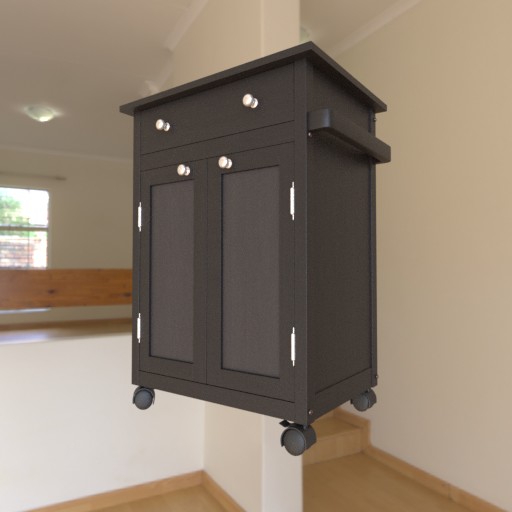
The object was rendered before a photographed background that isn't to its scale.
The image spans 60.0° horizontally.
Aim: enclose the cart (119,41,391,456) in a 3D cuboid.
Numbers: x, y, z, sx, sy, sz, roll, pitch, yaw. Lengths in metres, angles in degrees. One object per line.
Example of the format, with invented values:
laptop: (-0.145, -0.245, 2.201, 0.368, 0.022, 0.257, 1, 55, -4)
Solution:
cart: (0.000, 0.000, 1.275, 0.660, 0.879, 0.456, -1, -2, 36)
